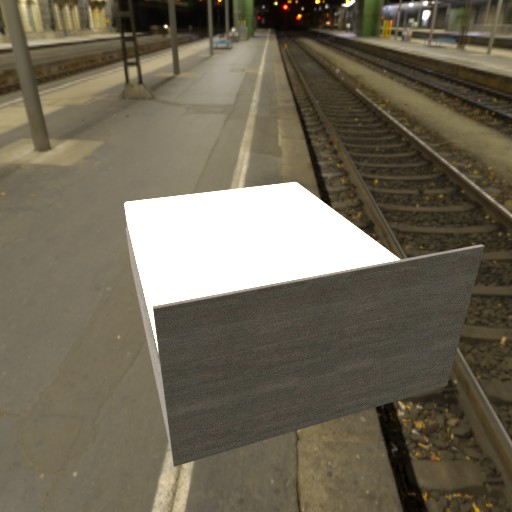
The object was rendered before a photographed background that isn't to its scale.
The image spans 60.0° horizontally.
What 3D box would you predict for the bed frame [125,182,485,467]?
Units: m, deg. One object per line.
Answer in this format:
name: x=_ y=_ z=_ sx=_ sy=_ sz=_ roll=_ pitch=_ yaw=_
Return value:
bed frame: x=0.000 y=0.000 z=2.664 sx=1.400 sy=0.800 sz=1.900 roll=-9 pitch=29 yaw=-17
